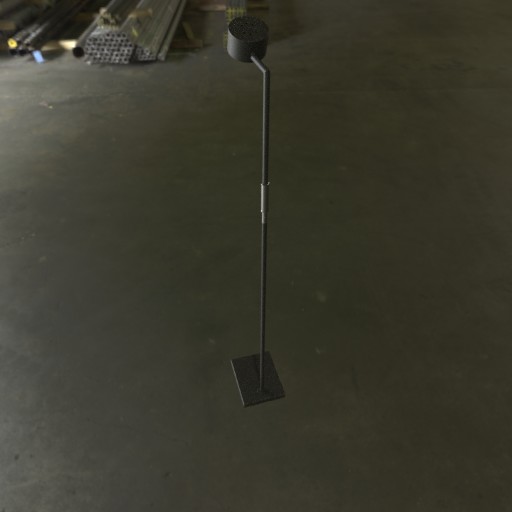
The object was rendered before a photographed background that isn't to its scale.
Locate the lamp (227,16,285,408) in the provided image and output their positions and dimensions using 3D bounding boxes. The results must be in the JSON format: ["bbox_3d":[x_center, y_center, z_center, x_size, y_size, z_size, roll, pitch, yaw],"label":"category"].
[{"bbox_3d":[0.000,0.000,1.699,0.203,1.600,0.304,-11,42,-12],"label":"lamp"}]
